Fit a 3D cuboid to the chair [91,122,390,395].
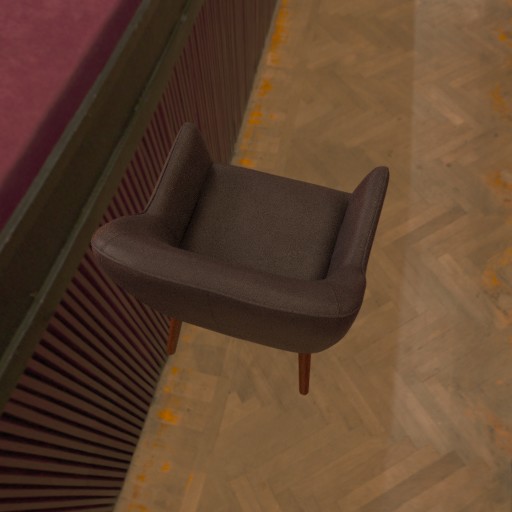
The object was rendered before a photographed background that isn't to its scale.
[{"bbox_3d":[0.000,0.000,1.276,0.610,0.828,0.610,15,63,8],"label":"chair"}]
